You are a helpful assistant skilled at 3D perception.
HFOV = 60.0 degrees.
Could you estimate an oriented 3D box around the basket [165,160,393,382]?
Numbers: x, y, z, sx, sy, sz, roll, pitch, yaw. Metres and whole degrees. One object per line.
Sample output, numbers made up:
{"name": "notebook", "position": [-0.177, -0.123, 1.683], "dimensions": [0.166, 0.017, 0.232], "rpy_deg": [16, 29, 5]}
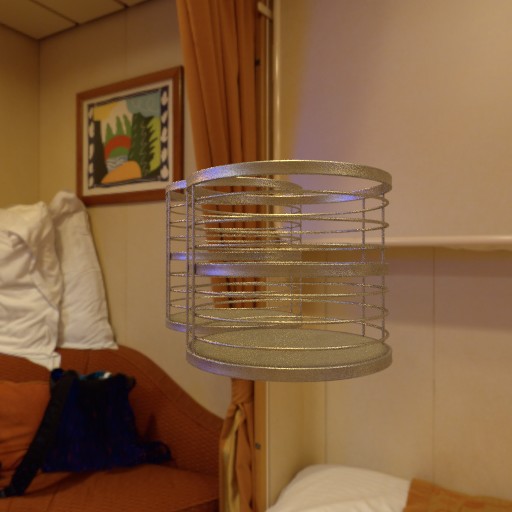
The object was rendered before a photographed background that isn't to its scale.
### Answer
{"name": "basket", "position": [0.000, 0.000, 0.972], "dimensions": [0.356, 0.351, 0.746], "rpy_deg": [0, 0, -17]}
